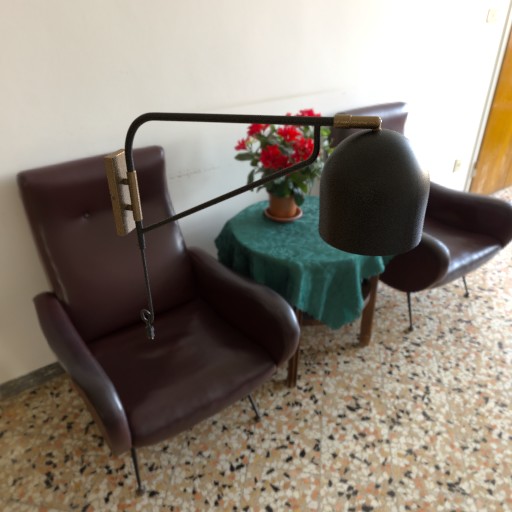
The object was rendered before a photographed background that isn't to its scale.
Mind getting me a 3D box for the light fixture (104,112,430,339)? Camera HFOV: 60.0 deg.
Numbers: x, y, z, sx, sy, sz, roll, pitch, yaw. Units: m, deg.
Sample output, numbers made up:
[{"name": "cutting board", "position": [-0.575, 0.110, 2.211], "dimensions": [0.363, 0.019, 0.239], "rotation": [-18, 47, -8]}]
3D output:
[{"name": "light fixture", "position": [0.000, 0.000, 1.072], "dimensions": [0.720, 0.696, 0.215], "rotation": [9, 32, 16]}]
